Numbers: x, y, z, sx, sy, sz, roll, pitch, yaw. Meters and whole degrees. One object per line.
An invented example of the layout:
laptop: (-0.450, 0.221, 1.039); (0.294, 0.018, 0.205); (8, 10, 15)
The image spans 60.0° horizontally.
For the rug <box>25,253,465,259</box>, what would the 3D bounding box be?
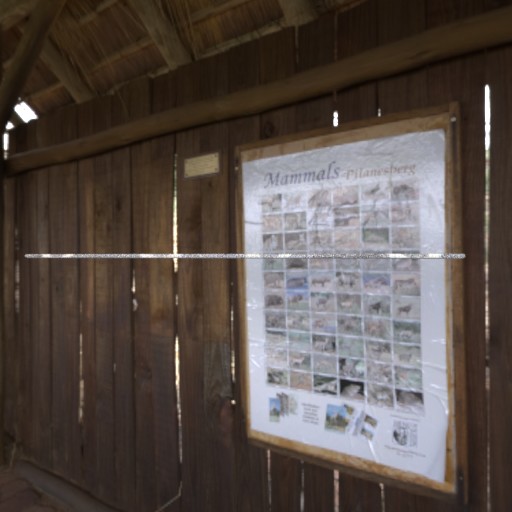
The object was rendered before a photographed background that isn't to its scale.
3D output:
rug: (0.000, 0.000, 3.415); (2.701, 0.026, 1.801); (0, 0, 17)
